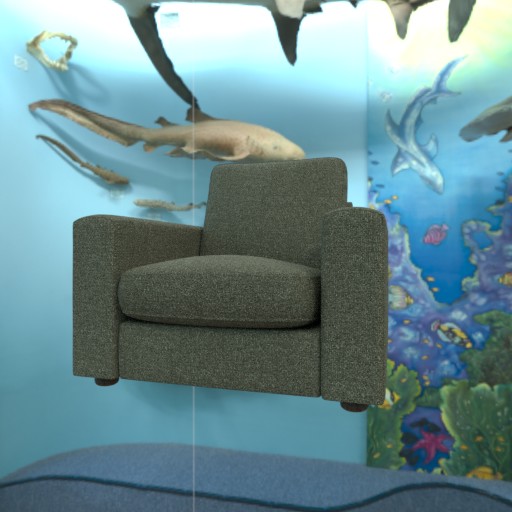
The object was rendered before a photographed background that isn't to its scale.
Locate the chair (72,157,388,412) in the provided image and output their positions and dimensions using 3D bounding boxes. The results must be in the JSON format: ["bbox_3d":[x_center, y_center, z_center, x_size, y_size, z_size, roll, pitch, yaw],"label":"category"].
[{"bbox_3d":[0.000,0.000,1.767,1.005,0.873,1.016,0,0,17],"label":"chair"}]
